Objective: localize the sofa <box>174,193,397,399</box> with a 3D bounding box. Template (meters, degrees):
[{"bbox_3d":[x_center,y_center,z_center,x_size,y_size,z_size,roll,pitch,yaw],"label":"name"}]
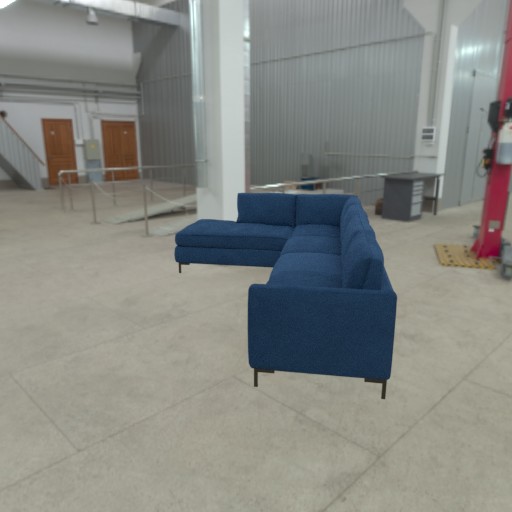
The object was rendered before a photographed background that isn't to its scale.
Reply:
[{"bbox_3d":[0.000,0.000,3.890,2.007,0.815,2.949,3,15,10],"label":"sofa"}]
